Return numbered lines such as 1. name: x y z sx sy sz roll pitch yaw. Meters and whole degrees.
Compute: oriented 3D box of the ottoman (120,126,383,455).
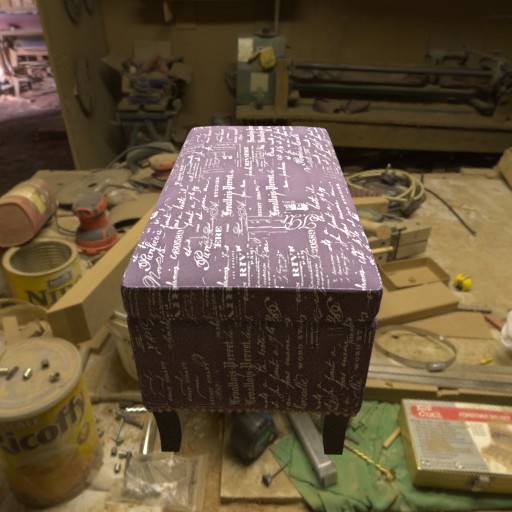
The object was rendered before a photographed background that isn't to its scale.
1. ottoman: 0.000 0.000 1.096 0.406 0.457 0.813 1 33 1
